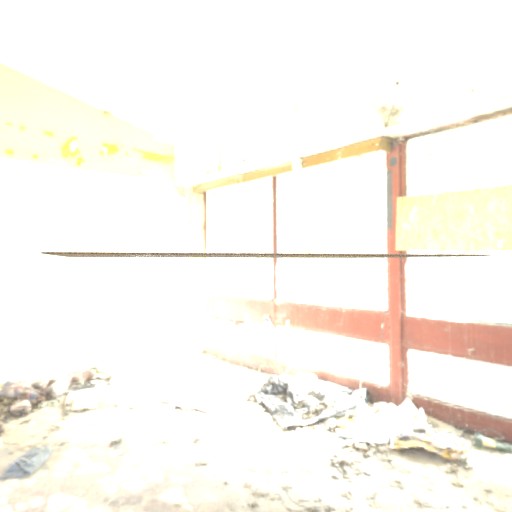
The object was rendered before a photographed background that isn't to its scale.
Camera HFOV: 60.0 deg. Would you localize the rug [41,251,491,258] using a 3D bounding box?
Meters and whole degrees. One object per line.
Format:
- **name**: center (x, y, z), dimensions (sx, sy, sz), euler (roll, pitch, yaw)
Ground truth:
- **rug**: center (0.000, 0.000, 2.994), dimensions (2.464, 0.010, 1.549), euler (0, -1, -19)
